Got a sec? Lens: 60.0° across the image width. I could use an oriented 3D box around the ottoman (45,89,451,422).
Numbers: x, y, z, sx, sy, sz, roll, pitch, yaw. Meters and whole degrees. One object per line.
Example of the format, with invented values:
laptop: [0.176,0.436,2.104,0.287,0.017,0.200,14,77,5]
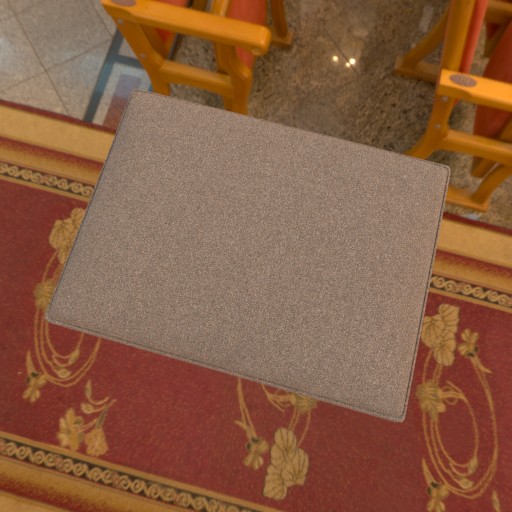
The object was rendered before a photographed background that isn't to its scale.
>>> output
ottoman: [0.000,0.000,1.119,0.785,0.464,0.583,15,77,4]
